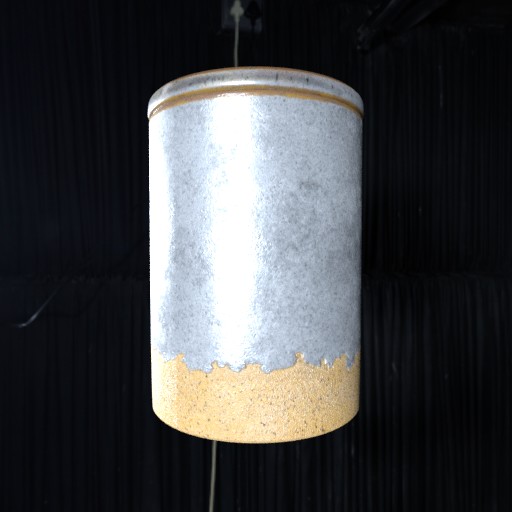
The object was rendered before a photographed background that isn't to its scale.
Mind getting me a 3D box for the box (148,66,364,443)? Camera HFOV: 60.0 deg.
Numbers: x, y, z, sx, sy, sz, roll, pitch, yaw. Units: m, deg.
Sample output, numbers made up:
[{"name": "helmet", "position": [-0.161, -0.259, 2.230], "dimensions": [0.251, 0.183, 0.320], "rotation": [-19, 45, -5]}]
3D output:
[{"name": "box", "position": [0.000, 0.000, 0.250], "dimensions": [0.118, 0.168, 0.118], "rotation": [0, 1, 0]}]
